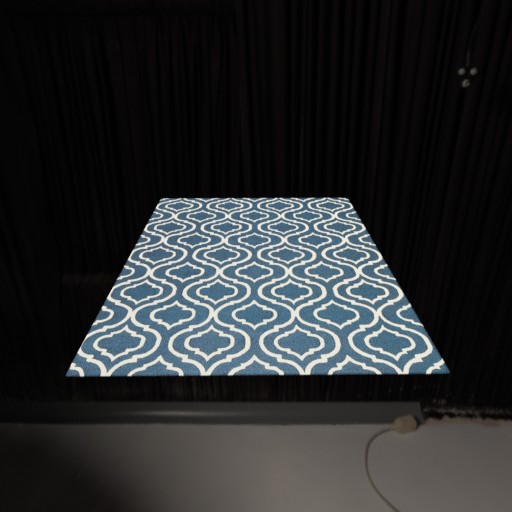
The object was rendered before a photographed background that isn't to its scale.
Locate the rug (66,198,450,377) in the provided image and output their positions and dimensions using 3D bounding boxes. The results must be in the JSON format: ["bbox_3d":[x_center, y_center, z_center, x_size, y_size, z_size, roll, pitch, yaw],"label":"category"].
[{"bbox_3d":[0.000,0.000,4.296,2.438,0.010,3.353,0,27,-1],"label":"rug"}]
